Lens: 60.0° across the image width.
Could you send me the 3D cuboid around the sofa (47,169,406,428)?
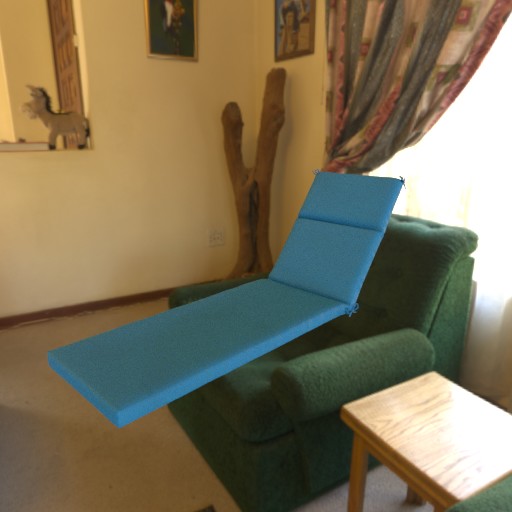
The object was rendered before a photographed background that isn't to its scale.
[{"bbox_3d":[0.000,0.000,1.933,0.582,0.622,1.663,15,22,42],"label":"sofa"}]
